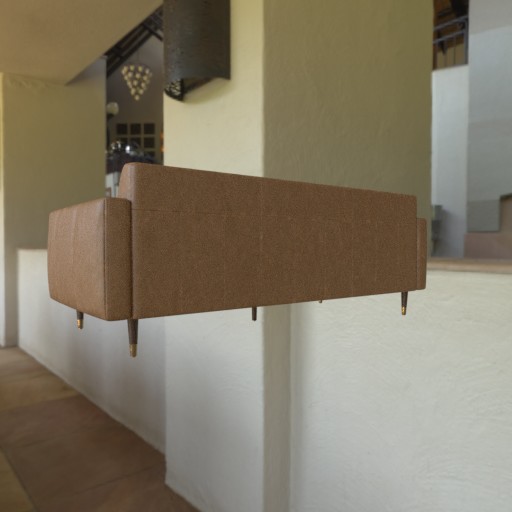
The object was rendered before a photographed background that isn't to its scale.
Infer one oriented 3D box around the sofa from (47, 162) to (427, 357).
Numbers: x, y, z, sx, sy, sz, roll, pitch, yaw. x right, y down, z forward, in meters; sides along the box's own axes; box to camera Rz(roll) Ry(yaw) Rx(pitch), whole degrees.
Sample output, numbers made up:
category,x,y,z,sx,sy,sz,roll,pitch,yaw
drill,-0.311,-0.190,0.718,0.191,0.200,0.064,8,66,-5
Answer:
category,x,y,z,sx,sy,sz,roll,pitch,yaw
sofa,0.000,0.000,2.782,2.291,0.821,0.990,-1,2,-37
